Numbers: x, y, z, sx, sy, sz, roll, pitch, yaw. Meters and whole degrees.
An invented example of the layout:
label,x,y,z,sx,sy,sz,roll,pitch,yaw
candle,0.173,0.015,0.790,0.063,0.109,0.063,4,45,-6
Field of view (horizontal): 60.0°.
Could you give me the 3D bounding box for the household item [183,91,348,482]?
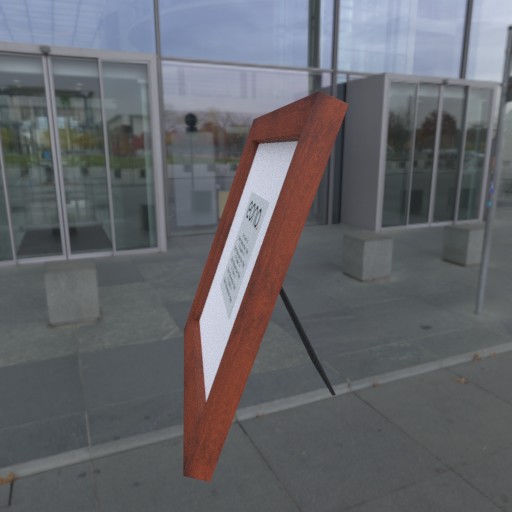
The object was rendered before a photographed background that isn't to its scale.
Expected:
label,x,y,z,sx,sy,sz,roll,pitch,yaw
household item,0.000,0.000,0.381,0.131,0.240,0.240,-2,14,-9
